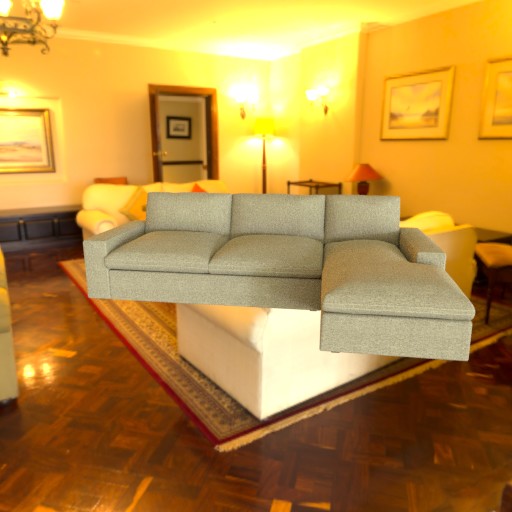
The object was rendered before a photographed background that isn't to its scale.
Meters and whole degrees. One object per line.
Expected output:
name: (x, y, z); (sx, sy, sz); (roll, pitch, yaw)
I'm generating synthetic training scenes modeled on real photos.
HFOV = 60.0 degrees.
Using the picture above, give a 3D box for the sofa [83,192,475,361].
sofa: (0.000, 0.000, 3.423); (2.718, 0.813, 1.689); (2, 14, 9)
